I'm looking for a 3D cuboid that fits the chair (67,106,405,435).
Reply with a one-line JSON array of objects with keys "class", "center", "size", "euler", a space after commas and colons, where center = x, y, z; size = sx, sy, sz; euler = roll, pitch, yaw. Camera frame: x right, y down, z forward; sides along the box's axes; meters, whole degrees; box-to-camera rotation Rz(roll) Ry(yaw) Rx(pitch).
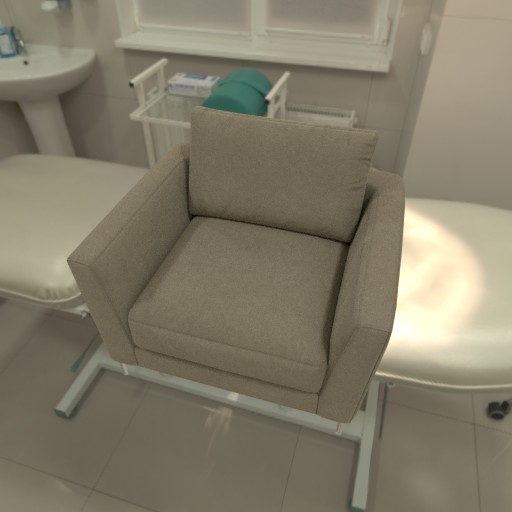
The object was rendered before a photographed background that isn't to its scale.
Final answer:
[{"class": "chair", "center": [0.000, 0.000, 1.734], "size": [1.041, 0.864, 0.889], "euler": [11, 43, 13]}]
